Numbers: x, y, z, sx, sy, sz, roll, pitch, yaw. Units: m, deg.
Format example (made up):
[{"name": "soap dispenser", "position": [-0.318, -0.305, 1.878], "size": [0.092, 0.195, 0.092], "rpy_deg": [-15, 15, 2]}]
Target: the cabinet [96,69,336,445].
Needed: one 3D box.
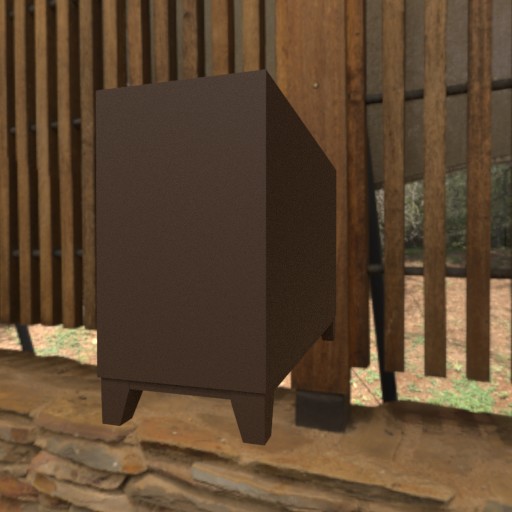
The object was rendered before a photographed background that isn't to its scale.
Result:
[{"name": "cabinet", "position": [0.000, 0.000, 1.807], "size": [0.482, 0.914, 1.396], "rpy_deg": [0, 1, 17]}]
